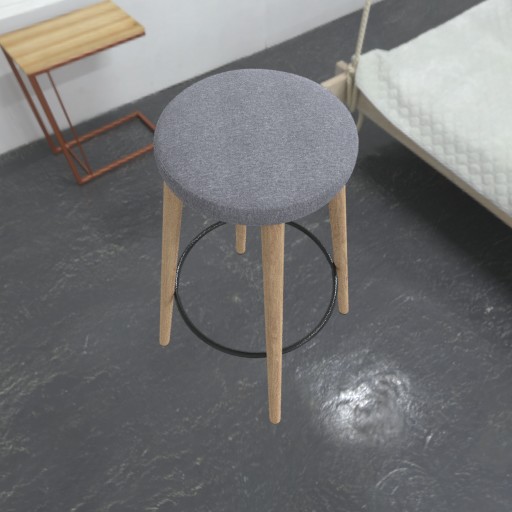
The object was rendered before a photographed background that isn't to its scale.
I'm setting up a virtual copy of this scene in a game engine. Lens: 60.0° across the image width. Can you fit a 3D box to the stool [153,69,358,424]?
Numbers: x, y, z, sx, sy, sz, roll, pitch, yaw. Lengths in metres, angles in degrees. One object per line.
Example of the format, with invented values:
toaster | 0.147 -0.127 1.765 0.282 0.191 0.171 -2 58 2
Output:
stool | 0.000 0.000 0.992 0.410 0.770 0.410 30 62 18
